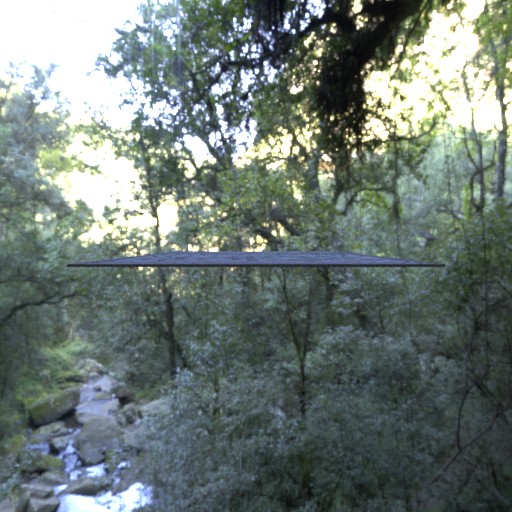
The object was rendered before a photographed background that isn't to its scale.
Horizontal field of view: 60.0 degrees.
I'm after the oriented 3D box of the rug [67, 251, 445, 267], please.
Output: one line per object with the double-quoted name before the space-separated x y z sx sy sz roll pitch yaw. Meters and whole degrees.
"rug" 0.000 0.000 3.001 1.526 0.012 2.444 0 2 0
